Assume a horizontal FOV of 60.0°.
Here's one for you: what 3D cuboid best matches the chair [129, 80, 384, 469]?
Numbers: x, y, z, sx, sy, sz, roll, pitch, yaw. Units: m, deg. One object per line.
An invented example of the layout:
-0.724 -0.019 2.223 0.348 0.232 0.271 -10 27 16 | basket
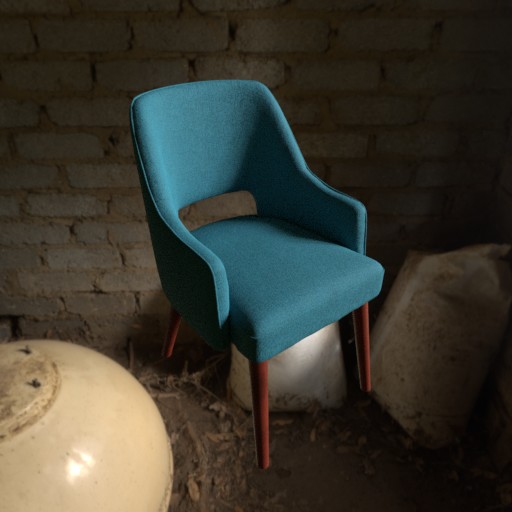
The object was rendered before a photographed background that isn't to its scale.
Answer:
0.000 0.000 1.249 0.548 0.849 0.605 -22 37 -33 | chair
